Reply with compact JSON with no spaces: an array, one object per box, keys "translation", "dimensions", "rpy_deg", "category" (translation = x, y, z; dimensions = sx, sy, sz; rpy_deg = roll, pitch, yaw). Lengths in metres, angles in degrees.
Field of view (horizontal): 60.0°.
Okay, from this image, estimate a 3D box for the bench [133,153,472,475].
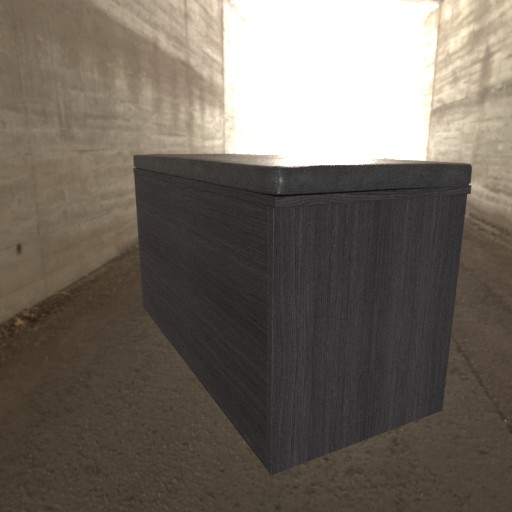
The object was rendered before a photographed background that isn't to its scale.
[{"translation":[0.000,0.000,1.138],"dimensions":[0.401,0.501,0.905],"rpy_deg":[-7,16,-26],"category":"bench"}]
